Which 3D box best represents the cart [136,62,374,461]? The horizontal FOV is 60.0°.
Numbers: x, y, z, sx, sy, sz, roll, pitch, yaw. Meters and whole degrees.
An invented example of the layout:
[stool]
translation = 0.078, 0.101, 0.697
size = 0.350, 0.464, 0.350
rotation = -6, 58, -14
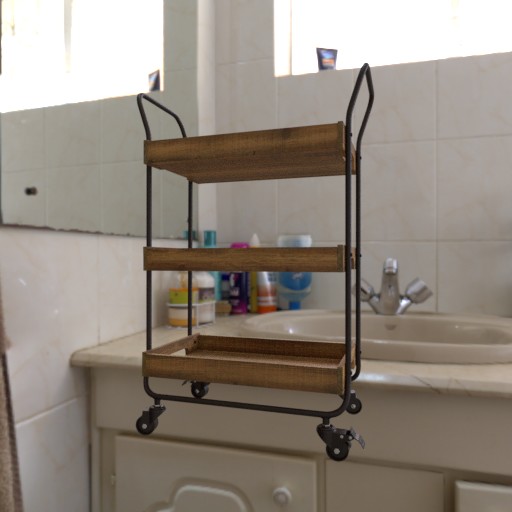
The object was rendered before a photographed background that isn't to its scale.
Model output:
[cart]
translation = 0.000, 0.000, 1.146
size = 0.583, 0.857, 0.339
rotation = 0, -1, 18
